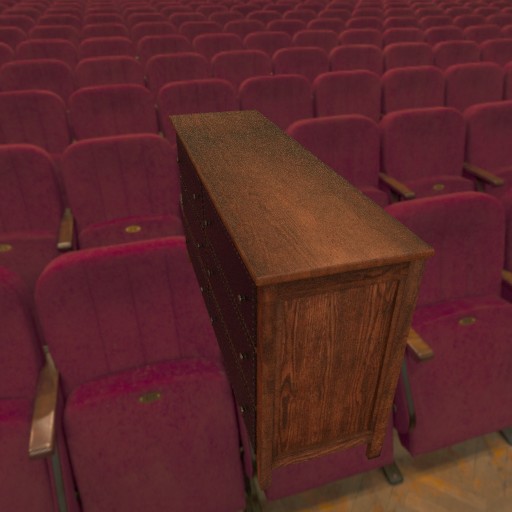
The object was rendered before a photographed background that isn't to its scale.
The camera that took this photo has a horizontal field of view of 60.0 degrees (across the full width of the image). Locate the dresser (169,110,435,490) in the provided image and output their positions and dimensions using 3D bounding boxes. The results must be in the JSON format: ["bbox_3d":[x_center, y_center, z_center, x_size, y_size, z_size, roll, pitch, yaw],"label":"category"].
[{"bbox_3d":[0.000,0.000,1.894,0.463,0.856,1.551,-9,32,-14],"label":"dresser"}]
